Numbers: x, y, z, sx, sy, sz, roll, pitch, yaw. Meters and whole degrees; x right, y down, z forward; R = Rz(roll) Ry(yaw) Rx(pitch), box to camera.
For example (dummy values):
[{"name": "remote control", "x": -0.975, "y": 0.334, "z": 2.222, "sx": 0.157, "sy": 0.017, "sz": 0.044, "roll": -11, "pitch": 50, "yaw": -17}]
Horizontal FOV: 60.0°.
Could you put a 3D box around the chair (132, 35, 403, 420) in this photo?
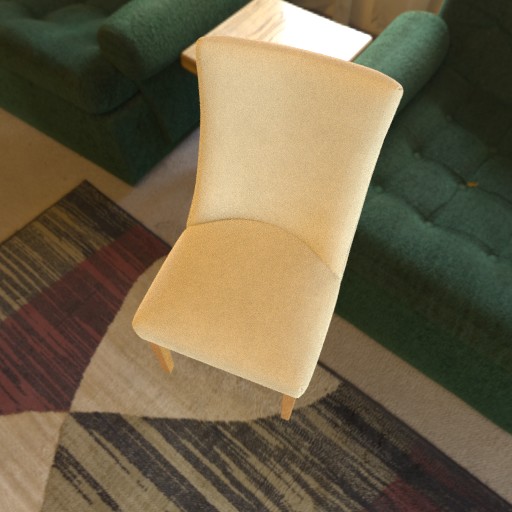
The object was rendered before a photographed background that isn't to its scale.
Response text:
[{"name": "chair", "x": 0.000, "y": 0.000, "z": 1.227, "sx": 0.495, "sy": 0.902, "sz": 0.610, "roll": 18, "pitch": 61, "yaw": 11}]
